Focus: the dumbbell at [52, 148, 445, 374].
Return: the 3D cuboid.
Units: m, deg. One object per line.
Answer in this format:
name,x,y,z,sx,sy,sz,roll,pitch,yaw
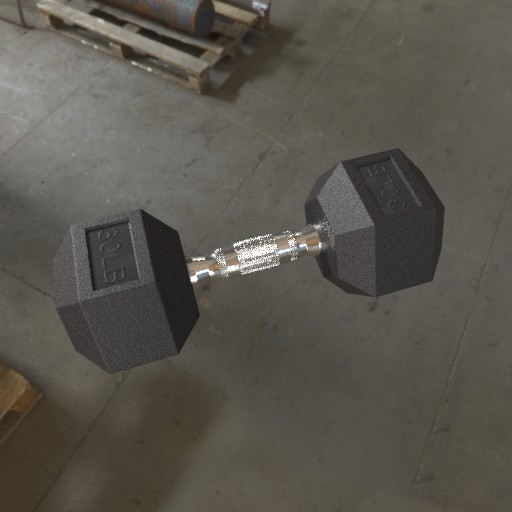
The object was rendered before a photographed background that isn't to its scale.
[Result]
dumbbell,0.000,0.000,0.410,0.337,0.123,0.142,-15,60,-9
